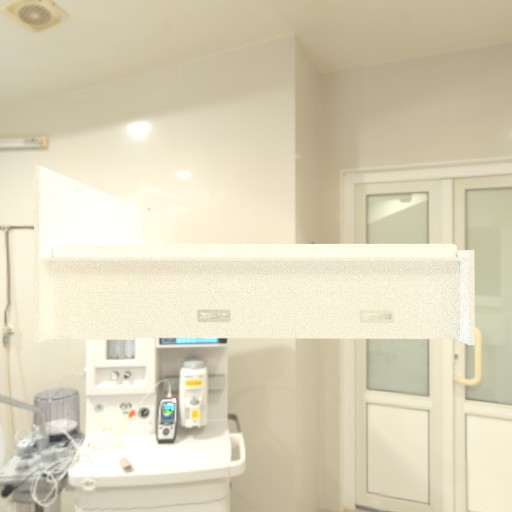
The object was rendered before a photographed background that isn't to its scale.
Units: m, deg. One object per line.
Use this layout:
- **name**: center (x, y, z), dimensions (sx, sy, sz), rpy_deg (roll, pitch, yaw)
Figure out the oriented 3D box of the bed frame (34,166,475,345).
- **bed frame**: center (0.000, 0.000, 2.782), dimensions (1.960, 0.800, 1.622), rpy_deg (0, -1, 1)
